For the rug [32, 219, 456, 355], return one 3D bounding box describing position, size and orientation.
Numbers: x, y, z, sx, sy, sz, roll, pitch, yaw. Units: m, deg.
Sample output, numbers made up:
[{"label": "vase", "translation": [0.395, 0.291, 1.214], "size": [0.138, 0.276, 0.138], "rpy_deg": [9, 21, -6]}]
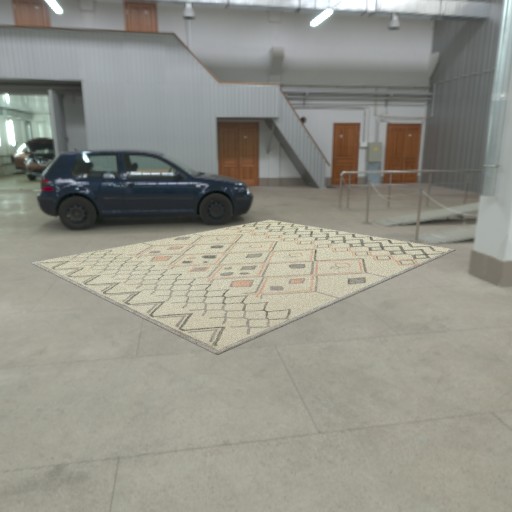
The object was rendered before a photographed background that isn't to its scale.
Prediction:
[{"label": "rug", "translation": [0.000, 0.000, 4.054], "size": [2.441, 0.016, 3.050], "rpy_deg": [14, 20, 43]}]
